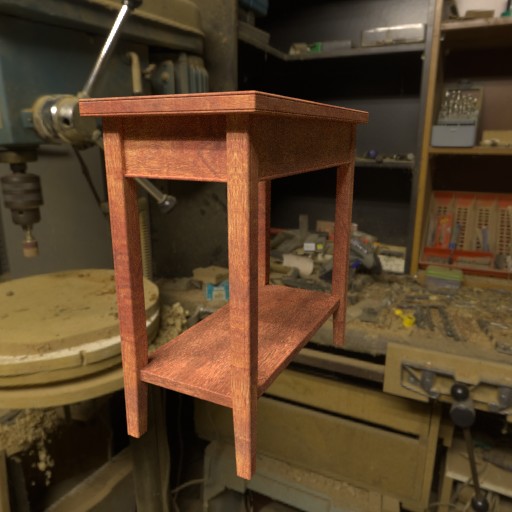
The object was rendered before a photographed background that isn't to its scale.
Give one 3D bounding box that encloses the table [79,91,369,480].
[{"bbox_3d":[0.000,0.000,0.957,0.305,0.610,0.610,8,17,26],"label":"table"}]
